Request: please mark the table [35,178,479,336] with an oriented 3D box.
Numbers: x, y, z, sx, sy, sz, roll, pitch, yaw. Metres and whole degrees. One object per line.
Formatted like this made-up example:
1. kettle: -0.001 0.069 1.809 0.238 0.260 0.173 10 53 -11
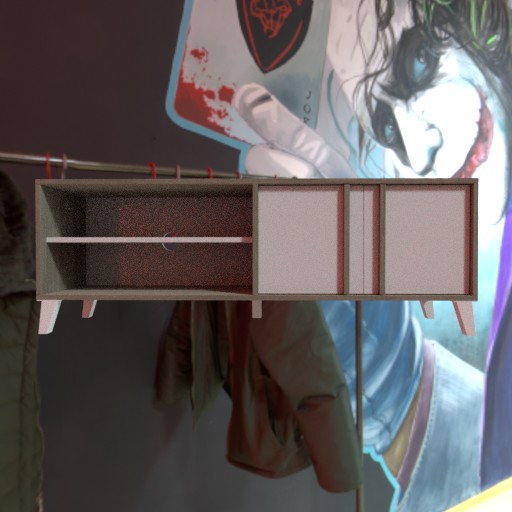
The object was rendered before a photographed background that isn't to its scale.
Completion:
1. table: 0.000 0.000 1.702 1.500 0.530 0.400 0 1 1
